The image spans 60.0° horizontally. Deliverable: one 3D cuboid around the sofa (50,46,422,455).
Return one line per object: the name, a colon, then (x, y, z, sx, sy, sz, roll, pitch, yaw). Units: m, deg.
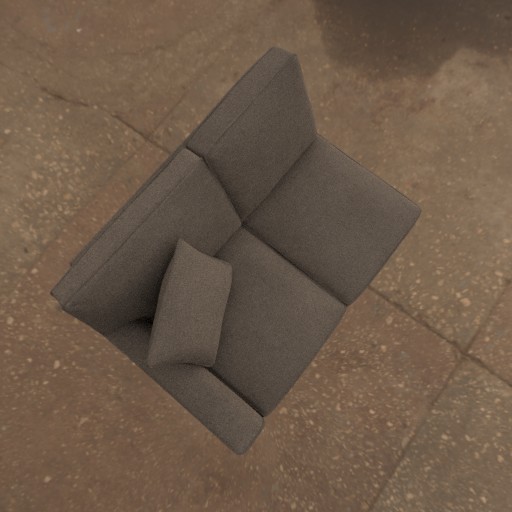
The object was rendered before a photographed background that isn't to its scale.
sofa: (0.000, 0.000, 2.053, 0.991, 0.989, 1.388, 37, 78, 10)
